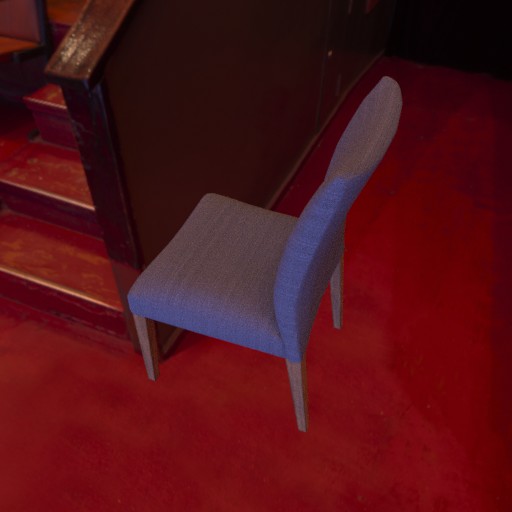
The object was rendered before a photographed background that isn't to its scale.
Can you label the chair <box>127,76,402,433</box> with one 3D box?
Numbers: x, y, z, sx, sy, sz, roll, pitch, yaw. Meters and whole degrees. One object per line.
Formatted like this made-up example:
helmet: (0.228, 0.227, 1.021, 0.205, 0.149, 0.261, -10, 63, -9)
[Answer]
chair: (0.000, 0.000, 1.253, 0.585, 0.940, 0.496, 16, 47, 15)
